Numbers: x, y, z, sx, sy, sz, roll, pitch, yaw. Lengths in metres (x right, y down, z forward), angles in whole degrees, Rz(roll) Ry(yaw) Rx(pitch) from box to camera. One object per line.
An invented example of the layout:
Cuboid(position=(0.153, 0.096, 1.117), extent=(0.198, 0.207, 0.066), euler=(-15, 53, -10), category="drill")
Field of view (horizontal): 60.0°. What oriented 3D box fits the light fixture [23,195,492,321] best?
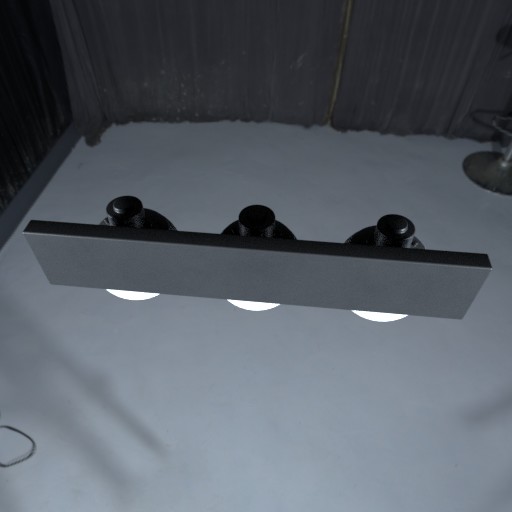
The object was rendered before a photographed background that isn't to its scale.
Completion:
Cuboid(position=(0.000, 0.000, 0.843), extent=(0.721, 0.263, 0.218), euler=(4, 48, 4), category="light fixture")
